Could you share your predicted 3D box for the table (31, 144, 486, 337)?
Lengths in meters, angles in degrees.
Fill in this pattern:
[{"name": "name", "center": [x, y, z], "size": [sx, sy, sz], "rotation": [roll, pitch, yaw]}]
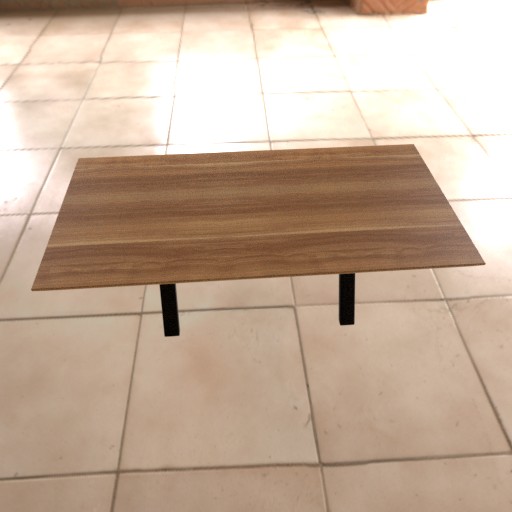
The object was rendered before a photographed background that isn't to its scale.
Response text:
[{"name": "table", "center": [0.000, 0.000, 2.564], "size": [2.000, 0.770, 1.000], "rotation": [-3, 46, -3]}]
